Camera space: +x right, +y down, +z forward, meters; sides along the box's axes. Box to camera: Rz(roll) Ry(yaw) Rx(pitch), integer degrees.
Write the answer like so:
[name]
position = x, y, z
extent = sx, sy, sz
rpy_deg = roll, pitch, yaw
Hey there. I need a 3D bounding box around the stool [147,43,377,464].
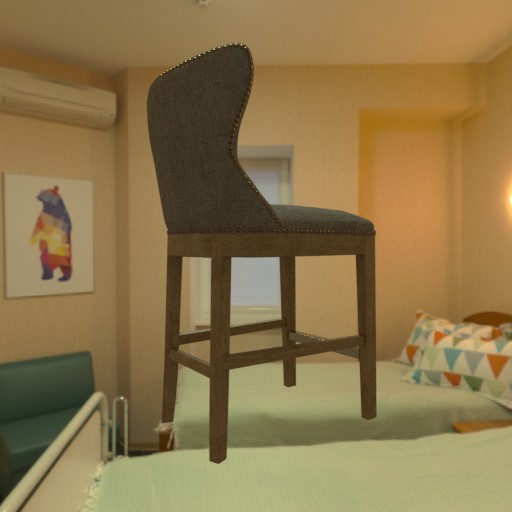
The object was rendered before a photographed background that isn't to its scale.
[stool]
position = 0.000, 0.000, 1.312
extent = 0.608, 0.981, 0.498
rpy_deg = -1, 2, -35
